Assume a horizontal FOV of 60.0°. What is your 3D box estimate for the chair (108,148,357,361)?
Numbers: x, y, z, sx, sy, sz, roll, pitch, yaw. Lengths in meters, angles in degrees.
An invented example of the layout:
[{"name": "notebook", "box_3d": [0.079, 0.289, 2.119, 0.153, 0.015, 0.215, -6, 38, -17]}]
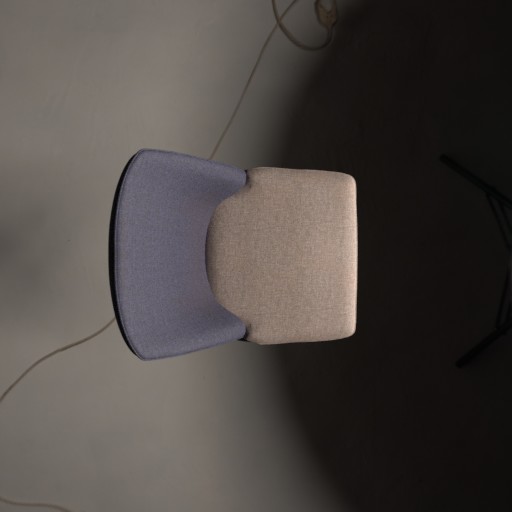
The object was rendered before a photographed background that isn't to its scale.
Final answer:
[{"name": "chair", "box_3d": [0.000, 0.000, 1.202, 0.551, 0.839, 0.480, 0, 91, -1]}]
